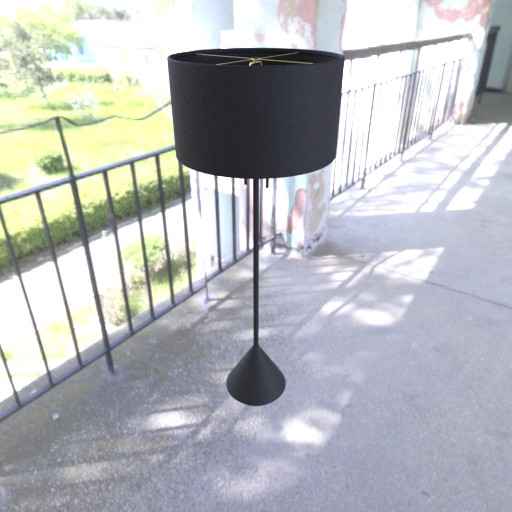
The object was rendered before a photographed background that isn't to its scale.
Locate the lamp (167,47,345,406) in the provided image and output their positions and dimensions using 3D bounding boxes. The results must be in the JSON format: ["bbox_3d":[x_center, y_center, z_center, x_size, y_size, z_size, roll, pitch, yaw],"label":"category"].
[{"bbox_3d":[0.000,0.000,1.841,0.580,1.526,0.580,20,35,31],"label":"lamp"}]
